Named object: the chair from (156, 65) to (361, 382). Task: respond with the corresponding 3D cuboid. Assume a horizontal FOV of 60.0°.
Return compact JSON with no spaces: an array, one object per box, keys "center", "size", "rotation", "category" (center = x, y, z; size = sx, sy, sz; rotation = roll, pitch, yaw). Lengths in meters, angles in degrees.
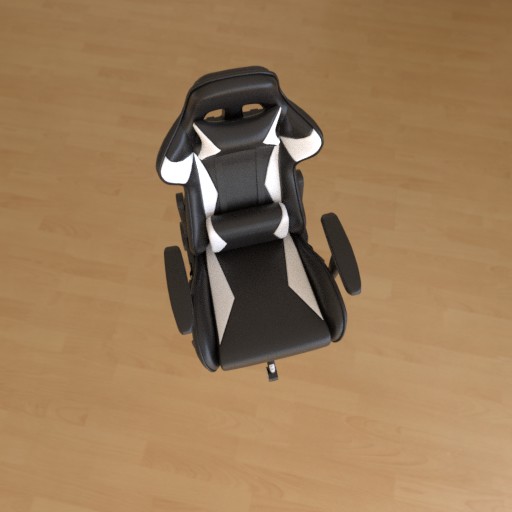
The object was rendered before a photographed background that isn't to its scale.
[{"center":[0.000,0.000,1.706],"size":[0.730,1.285,0.695],"rotation":[-12,64,-6],"category":"chair"}]
